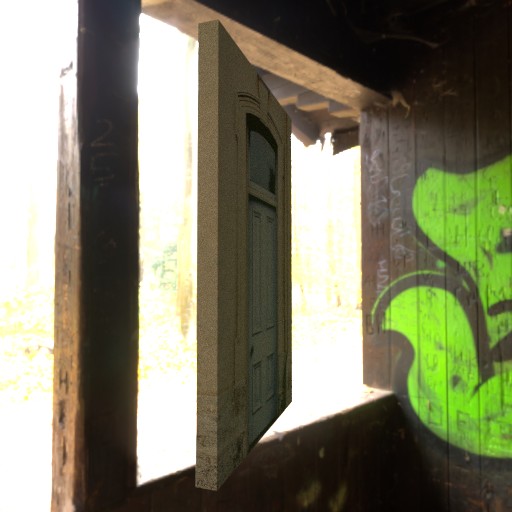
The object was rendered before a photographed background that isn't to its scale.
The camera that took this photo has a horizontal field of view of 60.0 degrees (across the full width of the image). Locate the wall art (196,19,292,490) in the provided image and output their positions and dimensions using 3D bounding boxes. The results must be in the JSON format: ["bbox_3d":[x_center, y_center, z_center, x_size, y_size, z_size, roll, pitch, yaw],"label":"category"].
[{"bbox_3d":[0.000,0.000,0.964,0.038,0.764,0.508,-1,-2,18],"label":"wall art"}]
